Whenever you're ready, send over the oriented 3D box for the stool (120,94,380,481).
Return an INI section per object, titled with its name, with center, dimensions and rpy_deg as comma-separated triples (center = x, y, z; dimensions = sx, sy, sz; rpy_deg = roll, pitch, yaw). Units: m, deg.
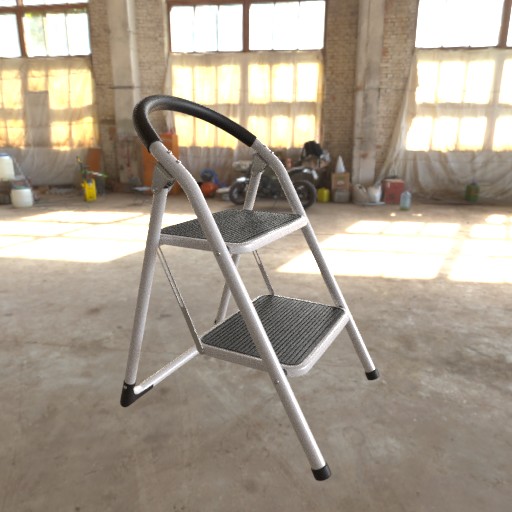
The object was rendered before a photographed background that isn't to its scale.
[stool]
center = 0.000, 0.000, 1.085
dimensions = 0.559, 0.760, 0.453
rpy_deg = 8, 18, 27
